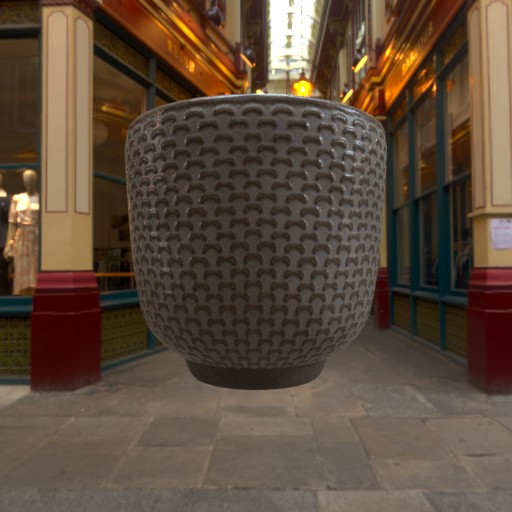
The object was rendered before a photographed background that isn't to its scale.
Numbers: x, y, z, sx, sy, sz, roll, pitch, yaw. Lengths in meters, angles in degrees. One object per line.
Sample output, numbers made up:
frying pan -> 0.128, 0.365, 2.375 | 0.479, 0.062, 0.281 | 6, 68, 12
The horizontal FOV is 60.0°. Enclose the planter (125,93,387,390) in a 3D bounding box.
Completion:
planter -> 0.000, 0.000, 0.304 | 0.173, 0.160, 0.173 | 0, -1, 0
